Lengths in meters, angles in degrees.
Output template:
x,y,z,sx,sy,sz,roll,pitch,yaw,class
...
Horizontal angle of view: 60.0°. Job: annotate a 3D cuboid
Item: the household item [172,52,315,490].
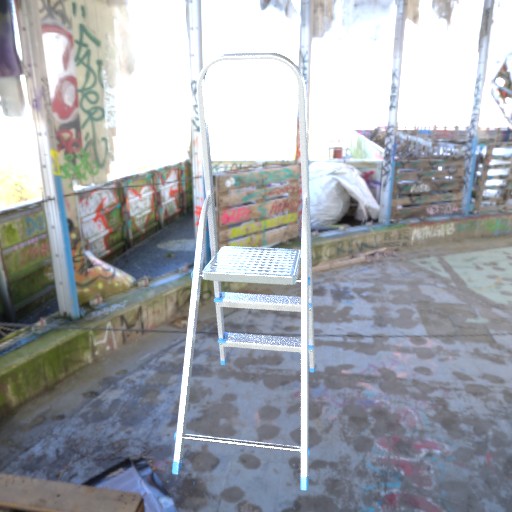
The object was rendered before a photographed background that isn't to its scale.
x,y,z,sx,sy,sz,roll,pitch,yaw,class
0.000,0.000,1.479,0.420,1.215,0.687,3,17,9,household item
